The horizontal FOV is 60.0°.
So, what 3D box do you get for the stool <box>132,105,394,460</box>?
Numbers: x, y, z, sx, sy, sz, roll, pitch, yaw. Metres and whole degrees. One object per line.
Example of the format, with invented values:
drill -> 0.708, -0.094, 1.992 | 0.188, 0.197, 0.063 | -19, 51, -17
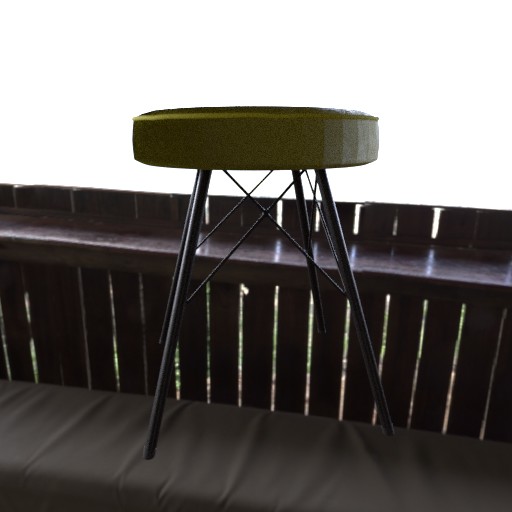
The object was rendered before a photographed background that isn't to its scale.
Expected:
stool -> 0.000, 0.000, 0.812 | 0.409, 0.508, 0.409 | -2, 16, -8
